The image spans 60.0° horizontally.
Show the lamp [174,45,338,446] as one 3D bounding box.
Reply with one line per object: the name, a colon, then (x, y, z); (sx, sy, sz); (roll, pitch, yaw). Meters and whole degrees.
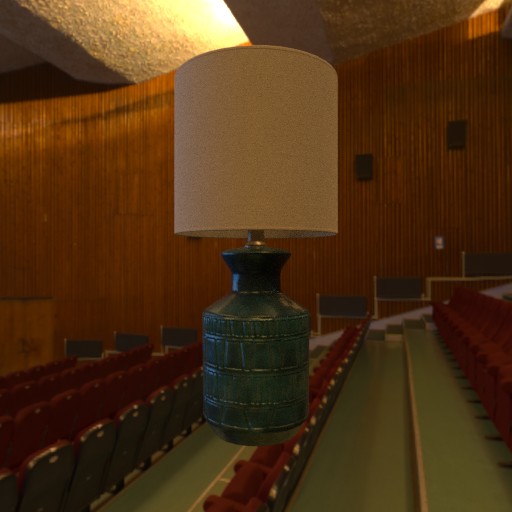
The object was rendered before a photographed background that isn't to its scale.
lamp: (0.000, 0.000, 0.583); (0.211, 0.455, 0.211); (0, 0, 17)
